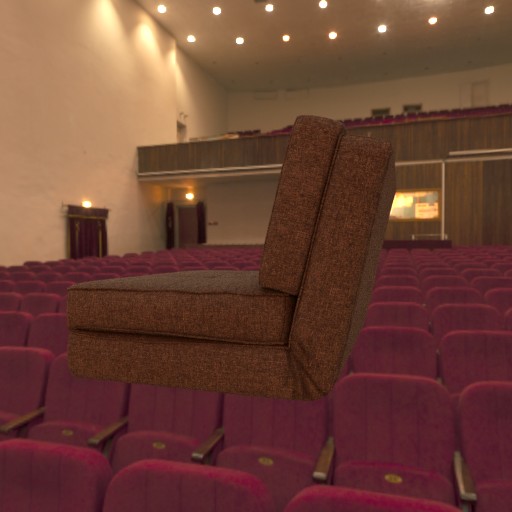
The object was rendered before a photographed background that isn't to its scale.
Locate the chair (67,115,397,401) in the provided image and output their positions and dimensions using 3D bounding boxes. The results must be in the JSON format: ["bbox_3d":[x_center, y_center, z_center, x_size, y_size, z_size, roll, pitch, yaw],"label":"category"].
[{"bbox_3d":[0.000,0.000,1.334,0.800,0.615,0.740,0,1,18],"label":"chair"}]
